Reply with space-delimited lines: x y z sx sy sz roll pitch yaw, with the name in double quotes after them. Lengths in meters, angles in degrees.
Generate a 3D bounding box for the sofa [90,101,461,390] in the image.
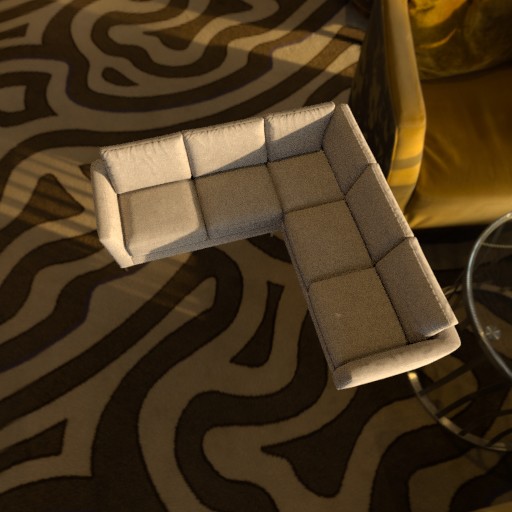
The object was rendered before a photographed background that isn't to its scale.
0.000 0.000 3.727 2.438 0.864 2.438 -14 63 -7 "sofa"
